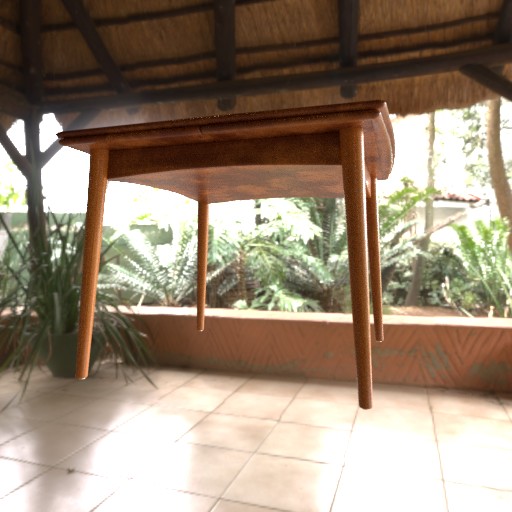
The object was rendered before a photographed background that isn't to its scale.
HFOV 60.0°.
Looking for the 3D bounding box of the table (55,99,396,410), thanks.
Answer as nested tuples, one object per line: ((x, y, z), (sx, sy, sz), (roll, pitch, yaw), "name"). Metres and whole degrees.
((0.000, 0.000, 1.650), (0.991, 0.754, 0.991), (0, 1, 18), "table")
